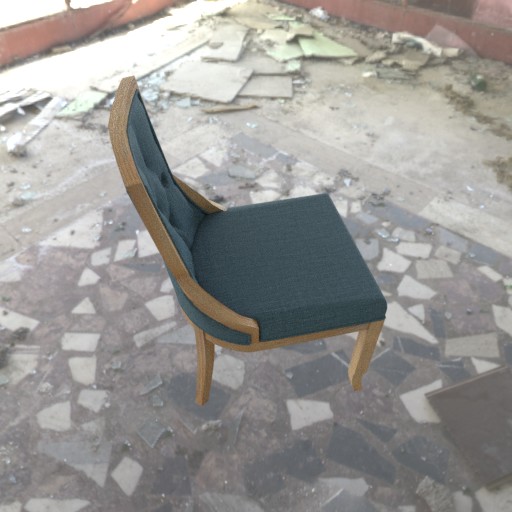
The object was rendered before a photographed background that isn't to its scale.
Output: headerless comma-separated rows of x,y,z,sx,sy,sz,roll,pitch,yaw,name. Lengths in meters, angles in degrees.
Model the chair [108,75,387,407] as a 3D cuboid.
0.000,0.000,1.323,0.641,0.947,0.524,-9,47,-9,chair
